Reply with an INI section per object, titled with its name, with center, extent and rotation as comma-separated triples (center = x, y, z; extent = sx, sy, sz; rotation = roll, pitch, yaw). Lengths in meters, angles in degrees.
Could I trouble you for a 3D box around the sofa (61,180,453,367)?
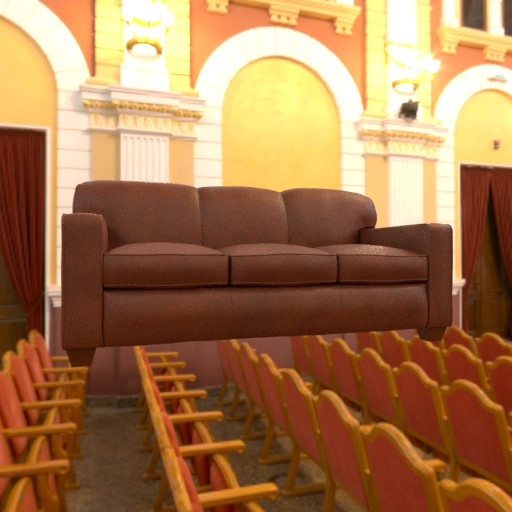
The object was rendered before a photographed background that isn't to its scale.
[sofa]
center = 0.000, 0.000, 2.584
extent = 2.039, 0.953, 1.008
rotation = 0, 0, -18
